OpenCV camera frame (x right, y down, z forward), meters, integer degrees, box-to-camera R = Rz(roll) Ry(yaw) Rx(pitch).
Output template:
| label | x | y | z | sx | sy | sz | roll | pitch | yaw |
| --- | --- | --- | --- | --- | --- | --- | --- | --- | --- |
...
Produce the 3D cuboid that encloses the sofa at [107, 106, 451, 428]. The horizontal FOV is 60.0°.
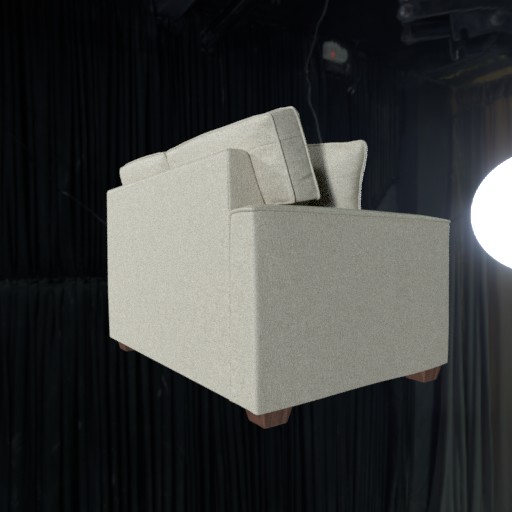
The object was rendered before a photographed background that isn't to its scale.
| label | x | y | z | sx | sy | sz | roll | pitch | yaw |
| --- | --- | --- | --- | --- | --- | --- | --- | --- | --- |
| sofa | 0.000 | 0.000 | 2.068 | 0.991 | 0.989 | 1.388 | -1 | 1 | -35 |
